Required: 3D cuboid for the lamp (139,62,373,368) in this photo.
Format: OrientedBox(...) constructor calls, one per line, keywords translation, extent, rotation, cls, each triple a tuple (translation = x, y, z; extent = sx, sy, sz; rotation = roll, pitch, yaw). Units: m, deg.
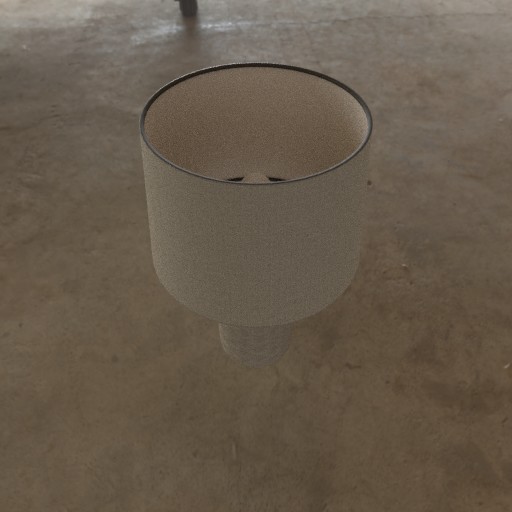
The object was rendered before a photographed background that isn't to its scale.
OrientedBox(translation=(0.000, 0.000, 0.842), extent=(0.376, 0.594, 0.376), rotation=(0, 47, 0), cls="lamp")
